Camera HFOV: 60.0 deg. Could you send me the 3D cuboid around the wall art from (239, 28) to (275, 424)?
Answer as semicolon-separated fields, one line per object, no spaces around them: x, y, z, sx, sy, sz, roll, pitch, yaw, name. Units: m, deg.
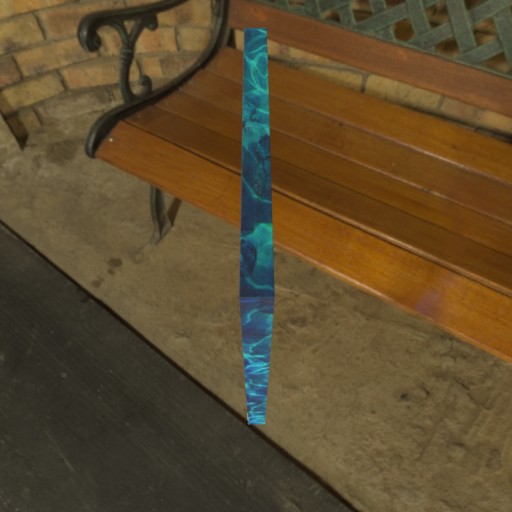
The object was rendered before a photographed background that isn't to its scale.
0.000;0.000;0.880;0.038;0.635;0.508;0;58;0;wall art
